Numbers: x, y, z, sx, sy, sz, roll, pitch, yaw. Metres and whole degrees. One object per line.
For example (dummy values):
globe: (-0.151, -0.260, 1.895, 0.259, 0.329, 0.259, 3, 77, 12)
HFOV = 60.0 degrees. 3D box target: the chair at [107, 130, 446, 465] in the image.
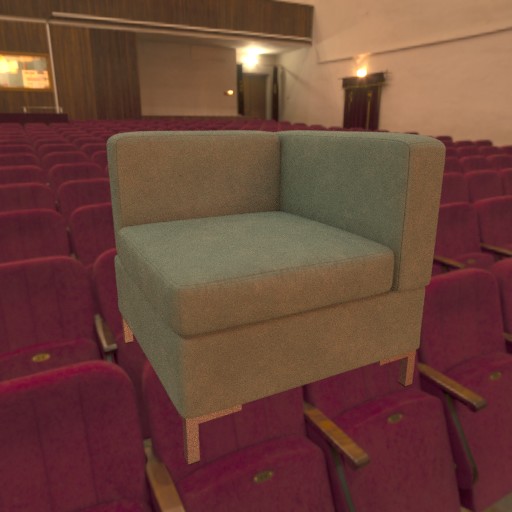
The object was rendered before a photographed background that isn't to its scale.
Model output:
chair: (0.000, 0.000, 1.225, 0.680, 0.660, 0.680, -9, 19, -27)
